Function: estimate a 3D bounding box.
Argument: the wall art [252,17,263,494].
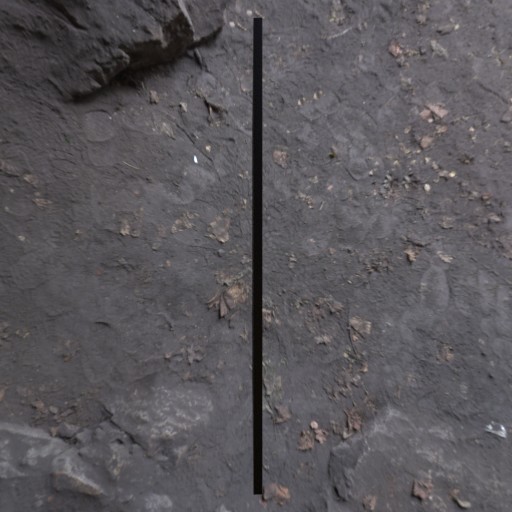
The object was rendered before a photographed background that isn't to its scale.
[{"bbox_3d":[0.000,0.000,0.837,0.013,0.447,0.660,0,90,-1],"label":"wall art"}]
